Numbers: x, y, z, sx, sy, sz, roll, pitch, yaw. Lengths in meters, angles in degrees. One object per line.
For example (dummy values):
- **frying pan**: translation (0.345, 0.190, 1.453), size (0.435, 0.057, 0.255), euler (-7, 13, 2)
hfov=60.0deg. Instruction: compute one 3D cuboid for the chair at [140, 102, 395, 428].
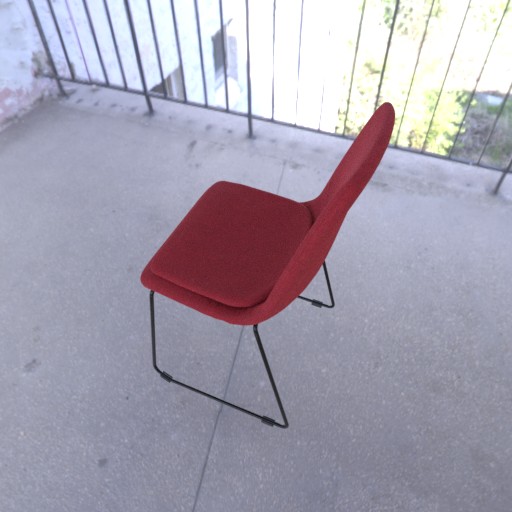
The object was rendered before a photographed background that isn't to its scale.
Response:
- **chair**: translation (0.000, 0.000, 1.163), size (0.518, 0.858, 0.479), euler (18, 50, 16)
